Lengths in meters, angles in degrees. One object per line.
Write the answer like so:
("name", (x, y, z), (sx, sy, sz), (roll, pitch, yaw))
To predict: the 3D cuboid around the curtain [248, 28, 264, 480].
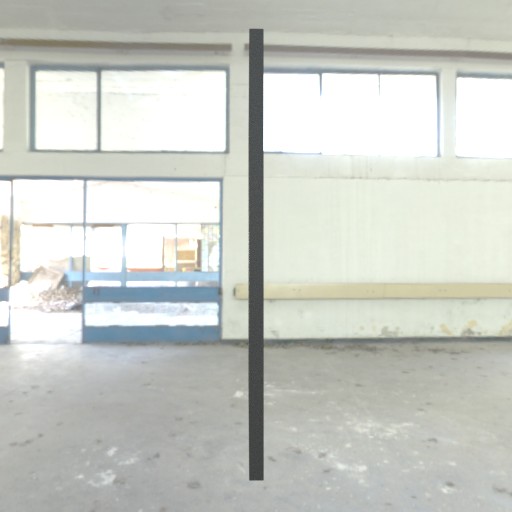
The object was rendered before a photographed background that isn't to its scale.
("curtain", (0.000, 0.000, 0.815), (0.027, 0.585, 0.483), (0, -1, -1))
